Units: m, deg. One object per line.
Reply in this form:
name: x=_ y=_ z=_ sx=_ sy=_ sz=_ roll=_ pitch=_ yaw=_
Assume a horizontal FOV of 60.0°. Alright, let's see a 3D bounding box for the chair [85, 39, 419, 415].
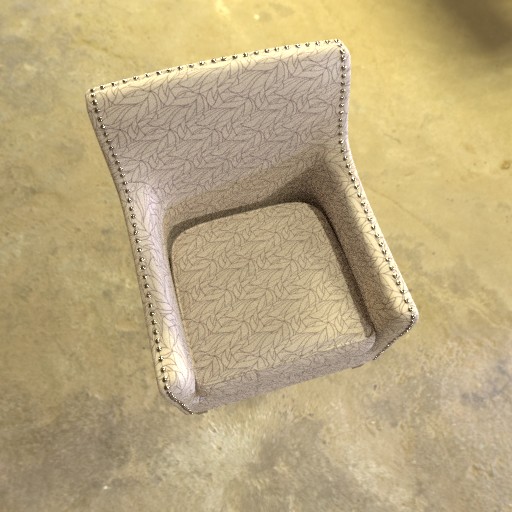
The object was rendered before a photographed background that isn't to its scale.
chair: x=0.000 y=0.000 z=1.229 sx=0.623 sy=0.816 sz=0.651 roll=-14 pitch=65 yaw=-7
